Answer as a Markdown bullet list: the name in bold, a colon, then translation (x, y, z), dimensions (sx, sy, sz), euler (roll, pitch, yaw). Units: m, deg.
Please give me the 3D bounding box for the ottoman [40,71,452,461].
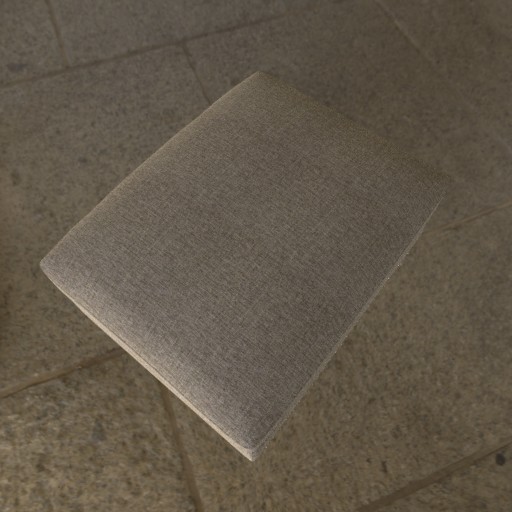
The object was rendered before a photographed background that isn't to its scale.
- **ottoman**: translation (0.000, 0.000, 1.110), dimensions (0.584, 0.513, 0.741), euler (36, 68, 16)
